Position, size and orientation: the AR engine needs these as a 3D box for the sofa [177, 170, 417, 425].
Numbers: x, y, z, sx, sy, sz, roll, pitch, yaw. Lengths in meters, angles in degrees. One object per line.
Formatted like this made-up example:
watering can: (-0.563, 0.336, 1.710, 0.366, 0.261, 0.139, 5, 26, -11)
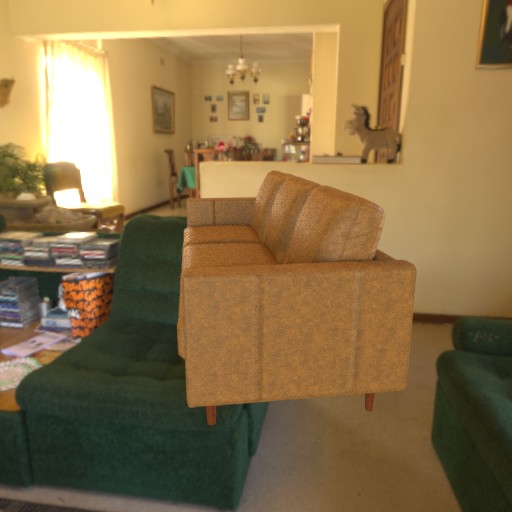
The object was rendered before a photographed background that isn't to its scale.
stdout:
sofa: (0.000, 0.000, 2.714, 0.903, 0.930, 2.231, -2, 14, -8)
